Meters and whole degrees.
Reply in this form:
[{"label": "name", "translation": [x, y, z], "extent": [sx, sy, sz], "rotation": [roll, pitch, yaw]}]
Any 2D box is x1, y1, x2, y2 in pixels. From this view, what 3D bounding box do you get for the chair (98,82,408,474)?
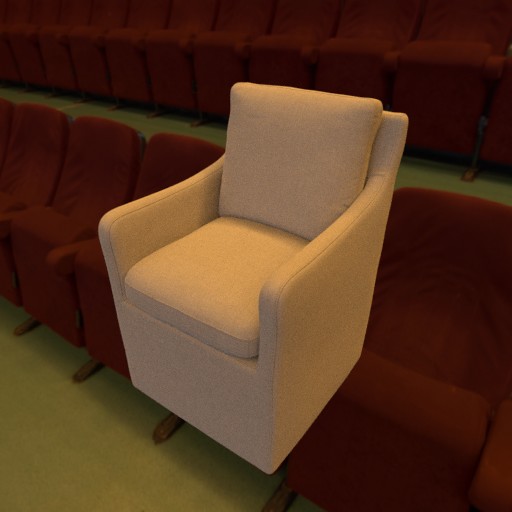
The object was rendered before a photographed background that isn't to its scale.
[{"label": "chair", "translation": [0.000, 0.000, 1.360], "extent": [0.626, 0.914, 0.694], "rotation": [20, 36, 30]}]
